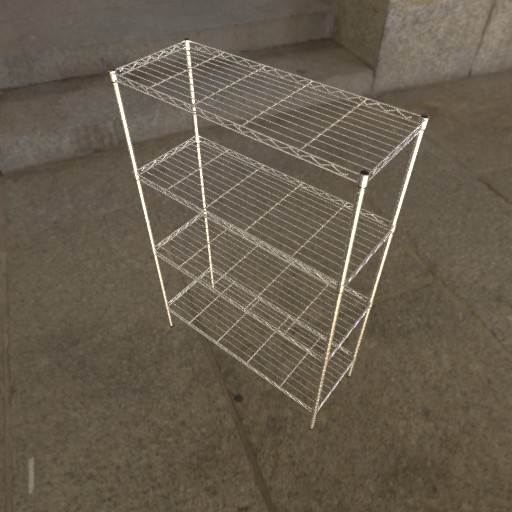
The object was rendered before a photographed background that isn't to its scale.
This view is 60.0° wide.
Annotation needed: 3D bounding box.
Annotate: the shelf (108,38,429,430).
[{"bbox_3d":[0.000,0.000,1.762,0.907,1.360,0.352,30,52,26],"label":"shelf"}]
